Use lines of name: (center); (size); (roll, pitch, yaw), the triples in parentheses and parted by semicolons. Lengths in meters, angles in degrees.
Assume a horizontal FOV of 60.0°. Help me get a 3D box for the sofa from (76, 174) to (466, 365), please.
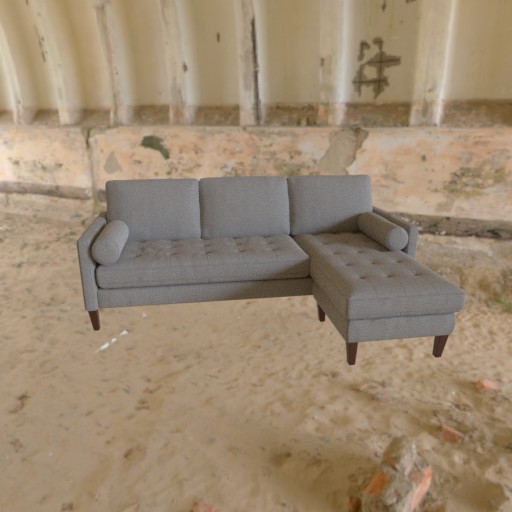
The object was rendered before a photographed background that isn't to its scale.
sofa: (0.000, 0.000, 2.881); (2.178, 0.875, 1.506); (-3, 18, -9)
